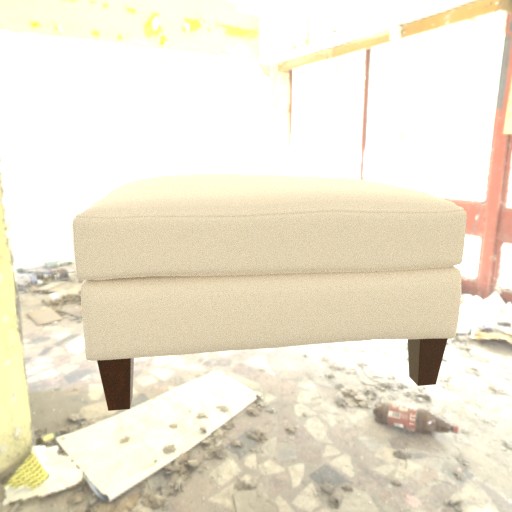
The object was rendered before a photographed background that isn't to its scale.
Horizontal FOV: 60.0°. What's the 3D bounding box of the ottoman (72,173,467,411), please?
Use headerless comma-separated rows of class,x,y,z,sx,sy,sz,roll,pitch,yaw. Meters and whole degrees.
ottoman,0.000,0.000,1.320,0.838,0.479,0.838,-2,14,-8
